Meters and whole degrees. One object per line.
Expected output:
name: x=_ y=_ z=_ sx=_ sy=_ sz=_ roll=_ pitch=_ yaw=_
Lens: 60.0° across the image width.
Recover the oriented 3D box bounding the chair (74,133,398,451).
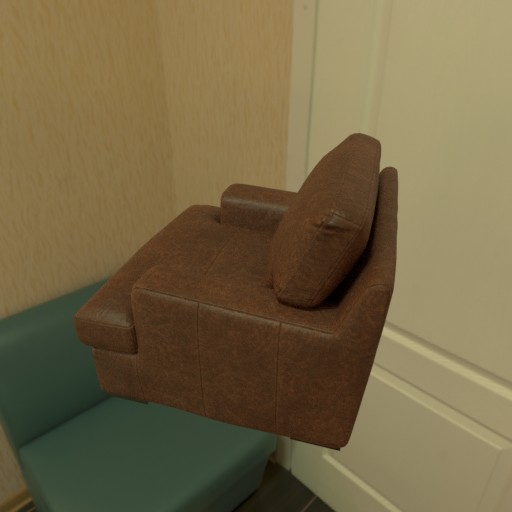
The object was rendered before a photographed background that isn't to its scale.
chair: x=0.000 y=0.000 z=1.977 sx=1.143 sy=0.939 sz=1.168 roll=8 pitch=30 yaw=14
